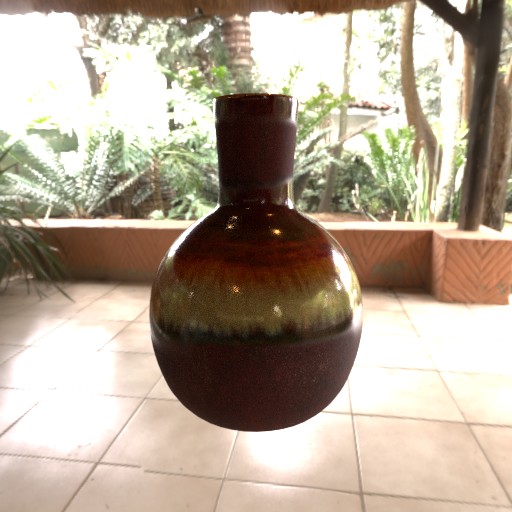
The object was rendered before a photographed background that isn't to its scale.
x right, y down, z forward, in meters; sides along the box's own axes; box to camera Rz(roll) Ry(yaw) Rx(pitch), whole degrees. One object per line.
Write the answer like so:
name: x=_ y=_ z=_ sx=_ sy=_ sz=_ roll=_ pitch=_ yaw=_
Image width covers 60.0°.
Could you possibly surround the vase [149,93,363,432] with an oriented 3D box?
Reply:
vase: x=0.000 y=0.000 z=0.229 sx=0.111 sy=0.154 sz=0.111 roll=0 pitch=12 yaw=0
